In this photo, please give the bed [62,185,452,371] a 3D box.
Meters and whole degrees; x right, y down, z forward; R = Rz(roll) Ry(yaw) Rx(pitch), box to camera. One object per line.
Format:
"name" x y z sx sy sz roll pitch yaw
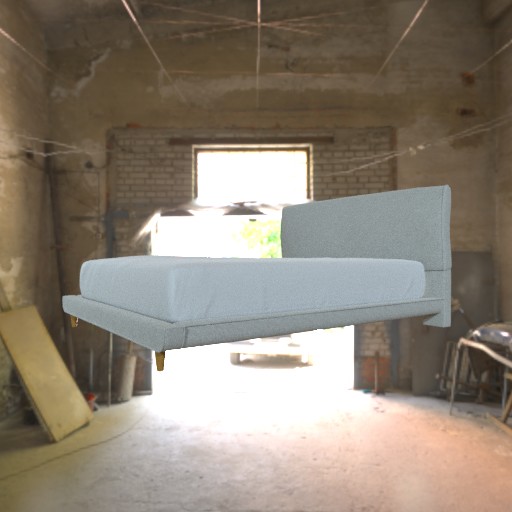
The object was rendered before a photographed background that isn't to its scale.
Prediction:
"bed" 0.000 0.000 3.568 2.498 1.126 1.980 0 0 -36
